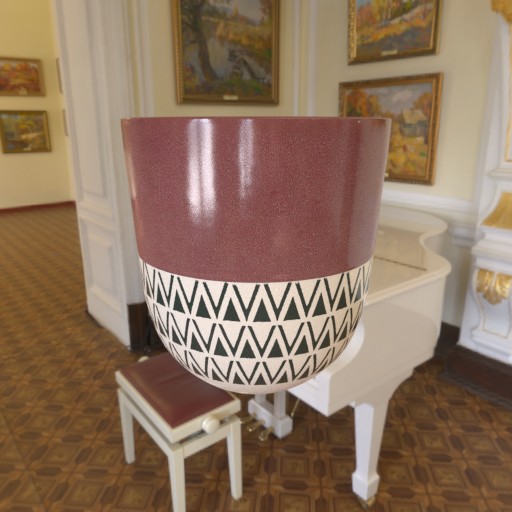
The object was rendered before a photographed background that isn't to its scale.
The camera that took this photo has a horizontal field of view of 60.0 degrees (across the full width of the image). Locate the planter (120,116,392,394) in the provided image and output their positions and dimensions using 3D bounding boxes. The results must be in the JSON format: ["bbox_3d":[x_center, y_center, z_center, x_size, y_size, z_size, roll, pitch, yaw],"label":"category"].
[{"bbox_3d":[0.000,0.000,0.361,0.195,0.214,0.195,0,17,0],"label":"planter"}]
